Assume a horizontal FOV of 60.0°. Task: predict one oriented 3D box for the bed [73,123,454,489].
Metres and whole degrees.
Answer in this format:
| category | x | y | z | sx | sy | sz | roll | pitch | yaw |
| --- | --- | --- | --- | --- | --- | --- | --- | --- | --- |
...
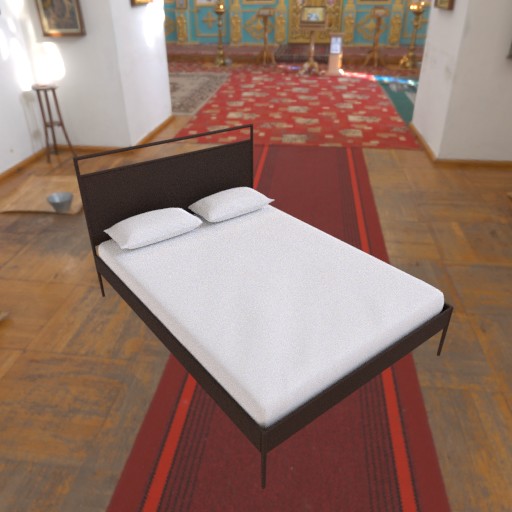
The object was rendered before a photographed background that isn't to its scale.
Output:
| category | x | y | z | sx | sy | sz | roll | pitch | yaw |
| --- | --- | --- | --- | --- | --- | --- | --- | --- | --- |
| bed | 0.000 | 0.000 | 3.059 | 1.572 | 1.173 | 2.122 | -21 | 36 | -32 |
